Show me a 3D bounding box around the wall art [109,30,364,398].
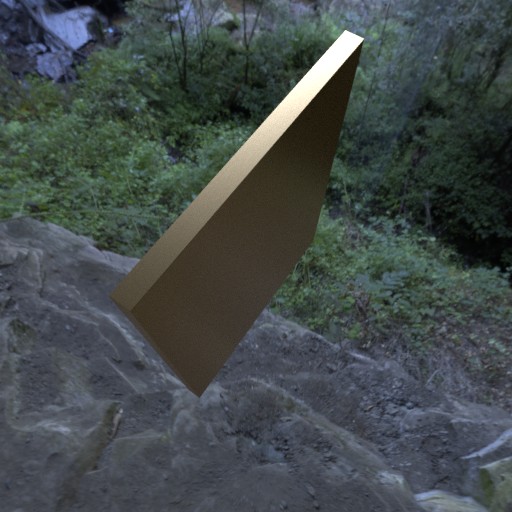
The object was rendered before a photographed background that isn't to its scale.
[{"bbox_3d":[0.000,0.000,1.016,0.038,0.762,0.610,32,69,14],"label":"wall art"}]
